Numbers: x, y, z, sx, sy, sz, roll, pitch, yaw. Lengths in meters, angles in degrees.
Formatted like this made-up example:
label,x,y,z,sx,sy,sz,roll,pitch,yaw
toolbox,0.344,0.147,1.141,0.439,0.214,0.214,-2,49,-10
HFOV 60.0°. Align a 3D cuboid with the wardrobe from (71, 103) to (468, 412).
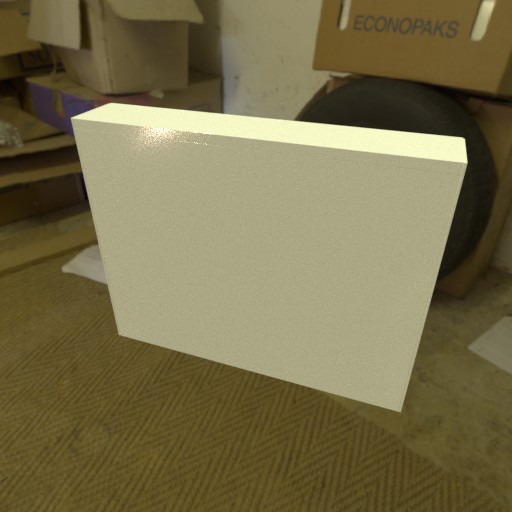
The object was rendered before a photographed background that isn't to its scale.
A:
label,x,y,z,sx,sy,sz,roll,pitch,yaw
wardrobe,0.000,0.000,4.041,3.000,2.360,0.580,11,34,17
